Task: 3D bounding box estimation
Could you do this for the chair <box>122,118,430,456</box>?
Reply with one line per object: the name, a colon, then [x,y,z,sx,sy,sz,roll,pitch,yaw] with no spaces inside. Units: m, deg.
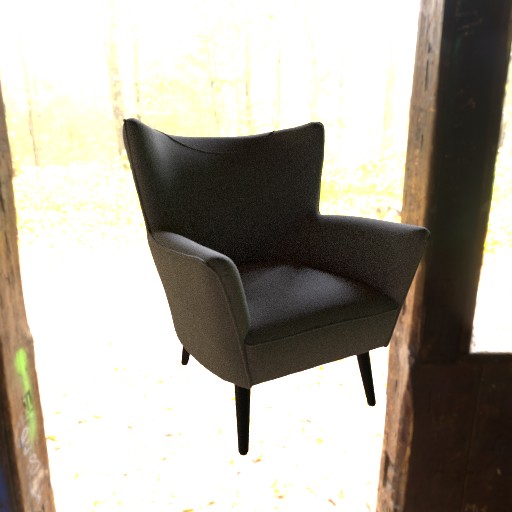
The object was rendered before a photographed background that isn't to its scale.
chair: [0.000,0.000,1.566,0.781,0.933,0.888,-8,17,-28]
